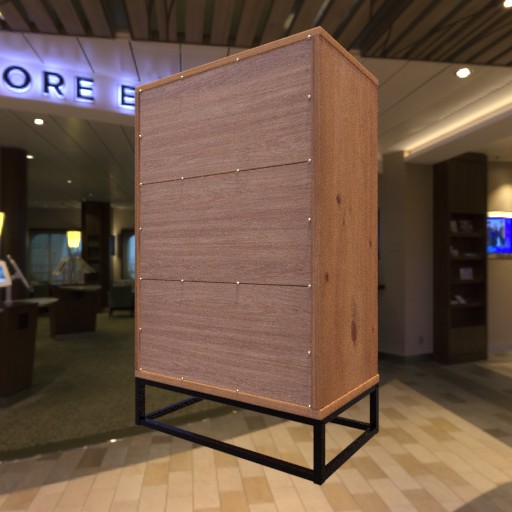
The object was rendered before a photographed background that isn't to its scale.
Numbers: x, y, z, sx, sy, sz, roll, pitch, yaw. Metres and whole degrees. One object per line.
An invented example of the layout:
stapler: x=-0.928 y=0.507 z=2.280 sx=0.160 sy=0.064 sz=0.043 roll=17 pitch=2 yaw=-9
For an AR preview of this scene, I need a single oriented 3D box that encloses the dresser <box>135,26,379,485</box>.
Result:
dresser: x=0.000 y=0.000 z=1.604 sx=0.761 sy=1.240 sz=0.479 roll=0 pitch=0 yaw=35
